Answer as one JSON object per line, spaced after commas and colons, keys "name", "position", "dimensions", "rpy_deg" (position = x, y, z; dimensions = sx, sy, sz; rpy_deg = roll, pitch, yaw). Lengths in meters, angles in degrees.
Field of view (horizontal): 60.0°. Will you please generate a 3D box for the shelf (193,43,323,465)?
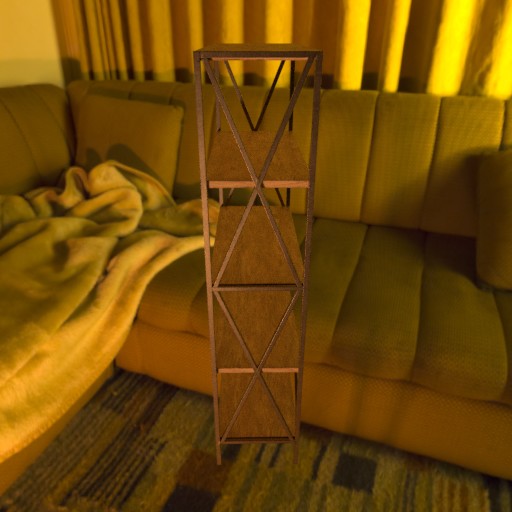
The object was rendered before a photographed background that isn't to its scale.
{"name": "shelf", "position": [0.000, 0.000, 2.109], "dimensions": [0.386, 1.803, 0.874], "rpy_deg": [0, 27, -1]}
